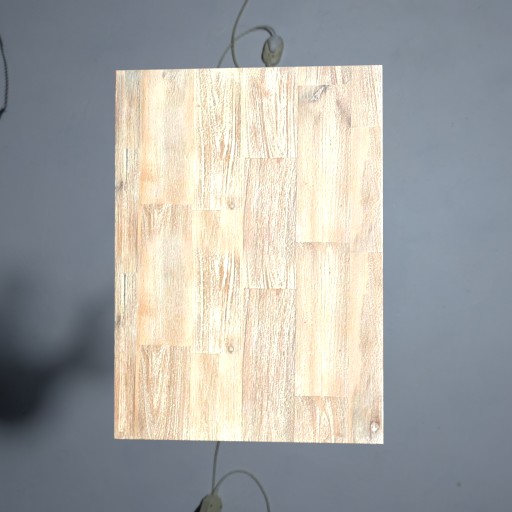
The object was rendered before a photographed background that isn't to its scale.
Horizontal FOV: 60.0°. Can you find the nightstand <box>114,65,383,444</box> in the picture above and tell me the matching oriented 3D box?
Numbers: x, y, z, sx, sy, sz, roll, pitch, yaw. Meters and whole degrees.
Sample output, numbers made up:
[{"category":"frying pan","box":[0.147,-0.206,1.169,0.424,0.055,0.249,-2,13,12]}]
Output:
[{"category":"nightstand","box":[0.000,0.000,0.947,0.396,0.589,0.552,0,89,3]}]
